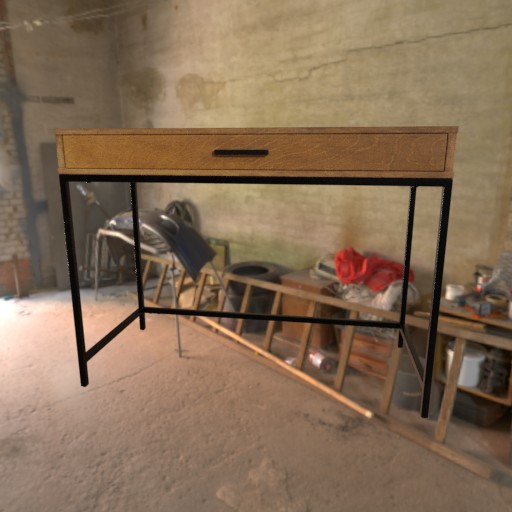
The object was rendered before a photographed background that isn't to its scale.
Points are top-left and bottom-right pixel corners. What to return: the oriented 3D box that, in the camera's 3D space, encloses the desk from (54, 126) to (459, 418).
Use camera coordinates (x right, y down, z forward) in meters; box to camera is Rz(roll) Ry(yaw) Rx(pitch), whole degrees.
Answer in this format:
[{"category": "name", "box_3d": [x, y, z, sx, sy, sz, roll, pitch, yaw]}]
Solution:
[{"category": "desk", "box_3d": [0.000, 0.000, 1.400, 1.016, 0.762, 0.470, 2, 14, 9]}]
